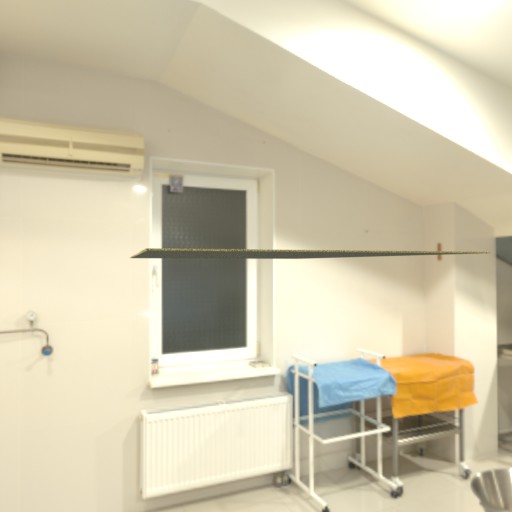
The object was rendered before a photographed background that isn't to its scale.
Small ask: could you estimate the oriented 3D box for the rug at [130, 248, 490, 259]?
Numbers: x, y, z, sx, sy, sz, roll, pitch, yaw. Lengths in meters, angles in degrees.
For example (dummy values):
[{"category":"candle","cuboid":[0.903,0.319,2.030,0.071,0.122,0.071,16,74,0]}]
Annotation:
[{"category":"rug","cuboid":[0.000,0.000,2.881,1.529,0.007,2.297,0,-1,-17]}]
